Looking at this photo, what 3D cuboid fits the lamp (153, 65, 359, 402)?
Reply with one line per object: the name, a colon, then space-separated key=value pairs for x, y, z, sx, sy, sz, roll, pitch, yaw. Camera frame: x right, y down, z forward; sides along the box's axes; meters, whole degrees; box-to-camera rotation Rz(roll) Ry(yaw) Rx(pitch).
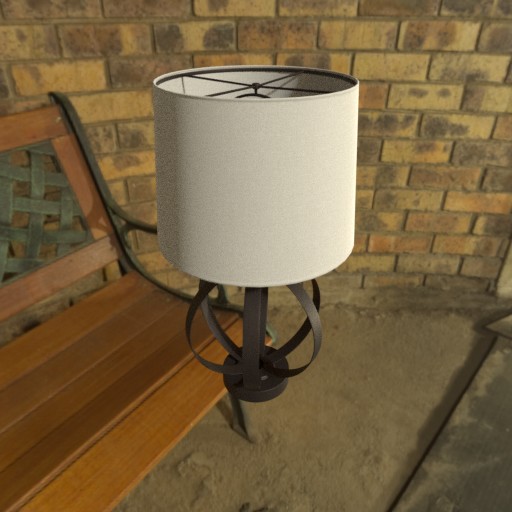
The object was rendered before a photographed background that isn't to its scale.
lamp: x=0.000 y=0.000 z=0.679 sx=0.286 sy=0.510 sz=0.286 roll=0 pitch=30 yaw=0
